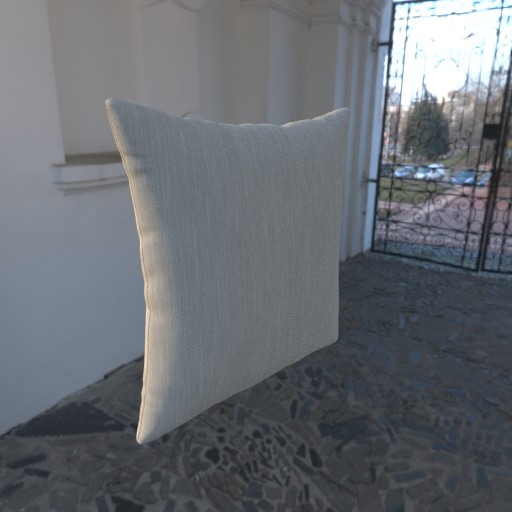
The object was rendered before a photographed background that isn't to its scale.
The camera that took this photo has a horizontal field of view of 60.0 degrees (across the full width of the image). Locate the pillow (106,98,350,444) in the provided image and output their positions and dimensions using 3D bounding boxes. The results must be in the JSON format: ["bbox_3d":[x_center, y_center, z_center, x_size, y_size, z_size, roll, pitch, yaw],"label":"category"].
[{"bbox_3d":[0.000,0.000,0.784,0.511,0.509,0.161,-15,23,-42],"label":"pillow"}]
